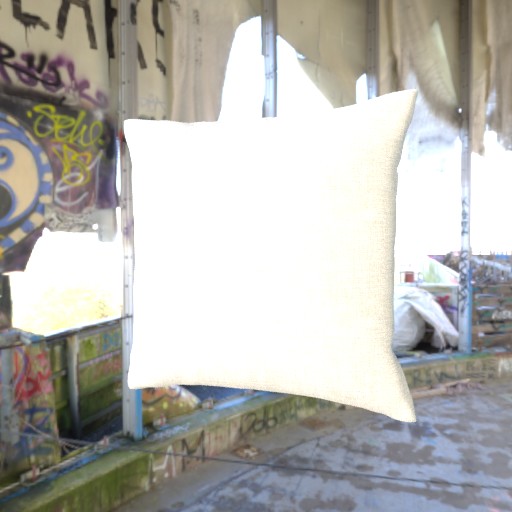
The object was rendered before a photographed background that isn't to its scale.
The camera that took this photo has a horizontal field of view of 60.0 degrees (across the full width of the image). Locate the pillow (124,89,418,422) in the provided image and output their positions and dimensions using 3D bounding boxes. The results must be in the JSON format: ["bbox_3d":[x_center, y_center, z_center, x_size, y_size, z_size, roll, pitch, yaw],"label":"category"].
[{"bbox_3d":[0.000,0.000,0.753,0.517,0.508,0.158,0,1,18],"label":"pillow"}]
